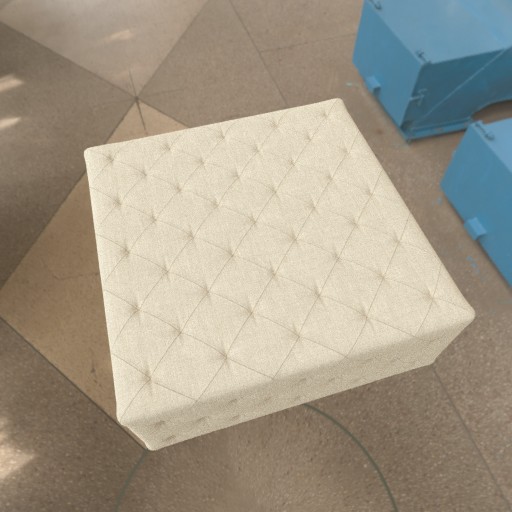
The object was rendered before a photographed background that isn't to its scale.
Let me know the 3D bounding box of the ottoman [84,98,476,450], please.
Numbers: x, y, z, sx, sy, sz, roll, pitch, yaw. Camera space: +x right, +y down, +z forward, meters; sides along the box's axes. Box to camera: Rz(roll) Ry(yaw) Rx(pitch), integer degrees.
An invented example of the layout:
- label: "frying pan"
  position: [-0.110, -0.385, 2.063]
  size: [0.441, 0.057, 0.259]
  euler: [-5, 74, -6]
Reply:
- label: "ottoman"
  position: [0.000, 0.000, 1.615]
  size: [1.028, 0.439, 1.028]
  euler: [-14, 58, -9]
